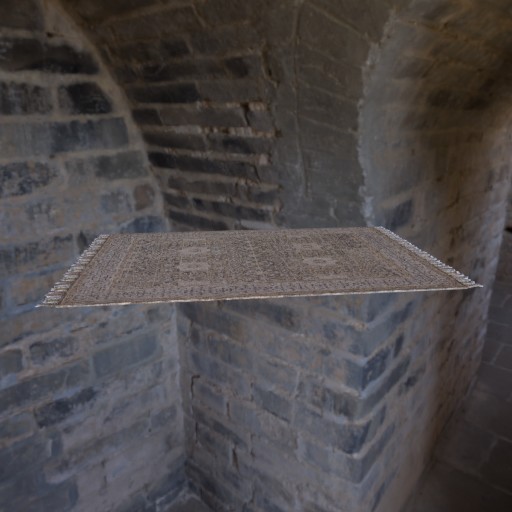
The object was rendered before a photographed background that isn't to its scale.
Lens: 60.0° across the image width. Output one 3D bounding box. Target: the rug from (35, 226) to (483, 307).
[{"bbox_3d":[0.000,0.000,2.565,2.029,0.010,1.237,-2,17,-6],"label":"rug"}]
